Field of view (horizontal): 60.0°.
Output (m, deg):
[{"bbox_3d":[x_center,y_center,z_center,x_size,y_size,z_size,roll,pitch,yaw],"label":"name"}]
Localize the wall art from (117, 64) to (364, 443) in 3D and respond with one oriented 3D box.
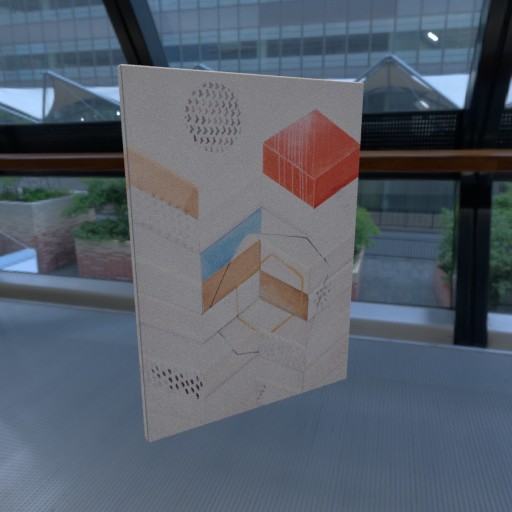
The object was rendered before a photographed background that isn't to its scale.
[{"bbox_3d":[0.000,0.000,1.116,0.613,0.848,0.036,-8,17,-28],"label":"wall art"}]
